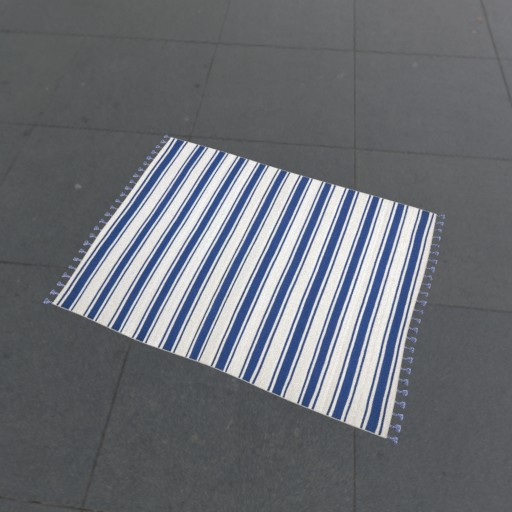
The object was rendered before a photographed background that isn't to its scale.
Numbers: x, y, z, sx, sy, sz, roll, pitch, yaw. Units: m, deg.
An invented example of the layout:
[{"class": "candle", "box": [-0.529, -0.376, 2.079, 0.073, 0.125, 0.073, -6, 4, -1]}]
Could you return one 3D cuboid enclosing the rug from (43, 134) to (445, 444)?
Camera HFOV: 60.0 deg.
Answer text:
[{"class": "rug", "box": [0.000, 0.000, 4.471, 3.416, 0.016, 2.471, 19, 59, 12]}]
